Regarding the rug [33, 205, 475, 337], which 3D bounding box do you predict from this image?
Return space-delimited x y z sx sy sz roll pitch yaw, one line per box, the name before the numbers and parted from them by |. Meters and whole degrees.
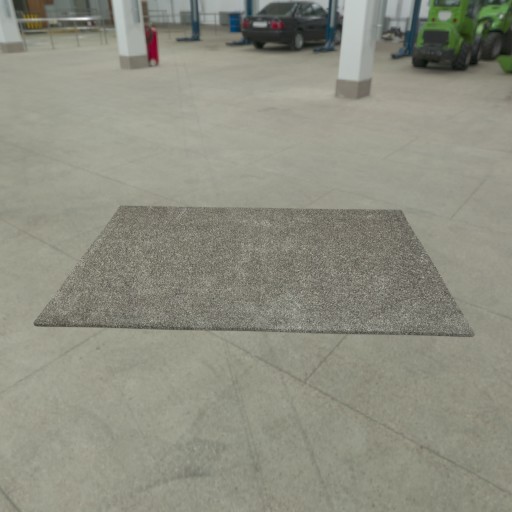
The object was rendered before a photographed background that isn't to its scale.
rug | 0.000 0.000 3.478 2.699 0.026 1.802 1 30 2
